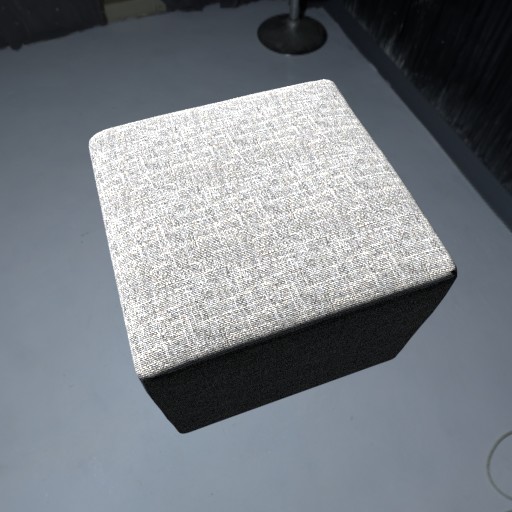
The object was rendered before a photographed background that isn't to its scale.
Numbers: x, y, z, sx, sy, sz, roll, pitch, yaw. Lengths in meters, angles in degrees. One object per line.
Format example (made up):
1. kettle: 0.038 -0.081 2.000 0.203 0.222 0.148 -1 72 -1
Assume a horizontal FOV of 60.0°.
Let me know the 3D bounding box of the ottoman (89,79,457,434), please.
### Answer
1. ottoman: 0.000 0.000 0.924 0.521 0.453 0.512 -17 60 -10
